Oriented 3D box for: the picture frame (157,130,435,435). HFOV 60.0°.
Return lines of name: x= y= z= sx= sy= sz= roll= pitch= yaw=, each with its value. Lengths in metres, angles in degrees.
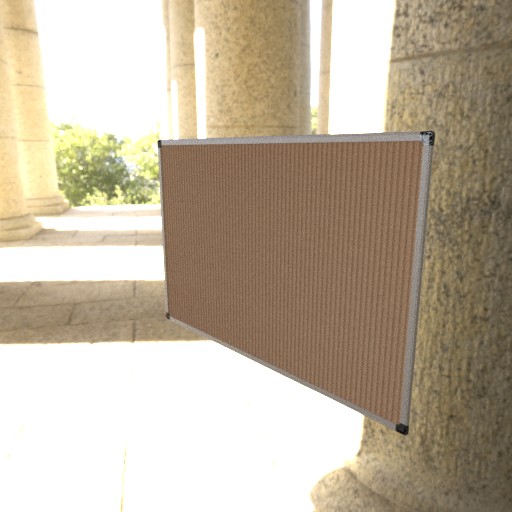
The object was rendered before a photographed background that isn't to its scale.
picture frame: x=0.000 y=0.000 z=1.151 sx=0.010 sy=0.600 sz=0.900 roll=-12 pitch=18 yaw=-42
